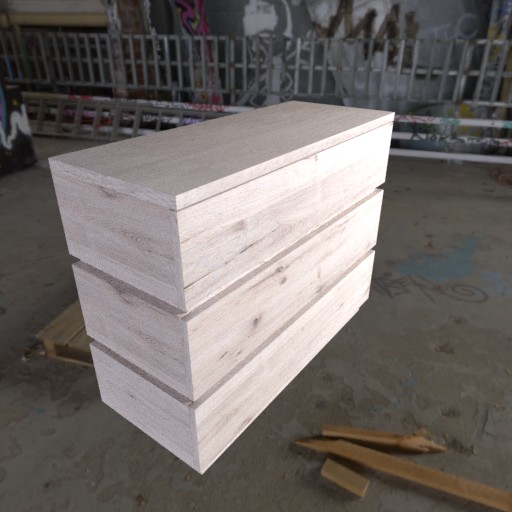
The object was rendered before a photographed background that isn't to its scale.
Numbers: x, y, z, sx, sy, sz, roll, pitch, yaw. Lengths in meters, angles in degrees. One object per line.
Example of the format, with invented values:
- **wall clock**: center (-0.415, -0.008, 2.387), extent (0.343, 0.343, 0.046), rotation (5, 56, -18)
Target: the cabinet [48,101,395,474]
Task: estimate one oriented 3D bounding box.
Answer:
- **cabinet**: center (0.000, 0.000, 1.471), extent (0.420, 0.820, 1.040), rotation (19, 34, 32)
